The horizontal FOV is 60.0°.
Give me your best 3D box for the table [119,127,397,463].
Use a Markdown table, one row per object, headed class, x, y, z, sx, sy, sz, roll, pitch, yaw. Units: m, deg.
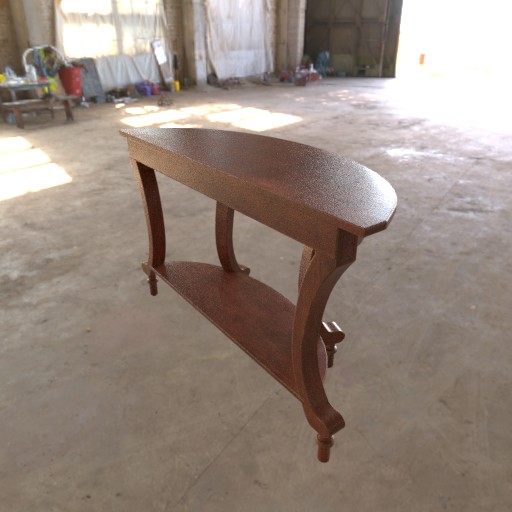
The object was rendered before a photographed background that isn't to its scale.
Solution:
| class | x | y | z | sx | sy | sz | roll | pitch | yaw |
| --- | --- | --- | --- | --- | --- | --- | --- | --- | --- |
| table | 0.000 | 0.000 | 1.495 | 0.394 | 0.699 | 1.198 | -18 | 32 | -32 |
